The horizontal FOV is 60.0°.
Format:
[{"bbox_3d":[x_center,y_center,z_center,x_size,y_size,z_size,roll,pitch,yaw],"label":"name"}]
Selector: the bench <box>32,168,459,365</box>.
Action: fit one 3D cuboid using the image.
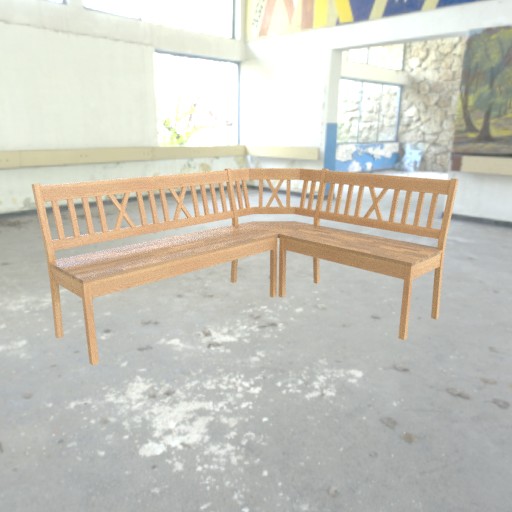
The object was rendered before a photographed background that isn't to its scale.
[{"bbox_3d":[0.000,0.000,2.679,1.937,0.902,1.537,-15,22,-43],"label":"bench"}]
